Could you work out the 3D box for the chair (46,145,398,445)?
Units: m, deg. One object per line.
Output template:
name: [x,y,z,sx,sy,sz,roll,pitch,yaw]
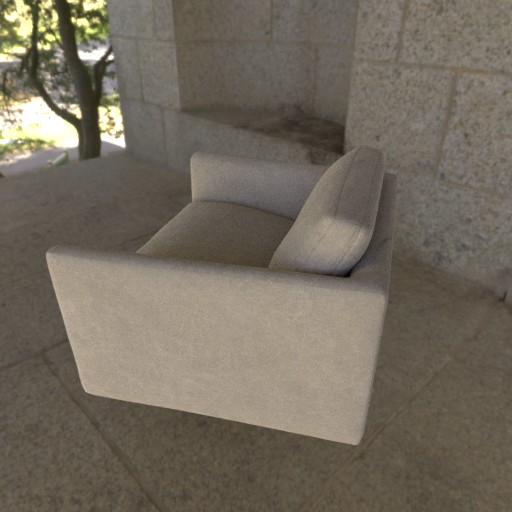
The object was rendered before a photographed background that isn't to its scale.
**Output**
chair: [0.000,0.000,1.877,1.091,0.845,1.190,9,30,15]
